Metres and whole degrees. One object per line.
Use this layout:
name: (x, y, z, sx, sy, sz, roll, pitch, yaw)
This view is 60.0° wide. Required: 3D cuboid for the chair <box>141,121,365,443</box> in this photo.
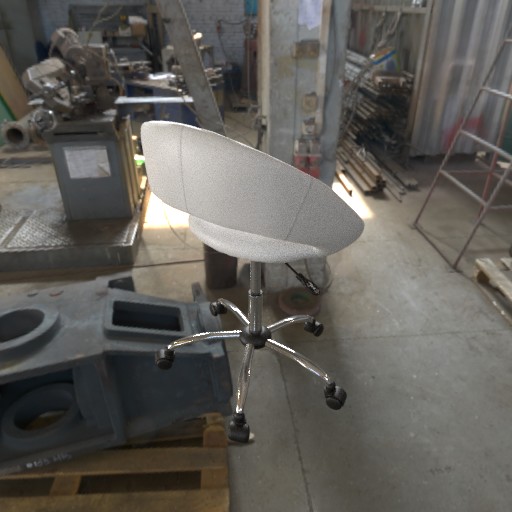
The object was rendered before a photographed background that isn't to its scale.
chair: (0.000, 0.000, 1.206, 0.612, 0.791, 0.538, 22, 37, 33)
